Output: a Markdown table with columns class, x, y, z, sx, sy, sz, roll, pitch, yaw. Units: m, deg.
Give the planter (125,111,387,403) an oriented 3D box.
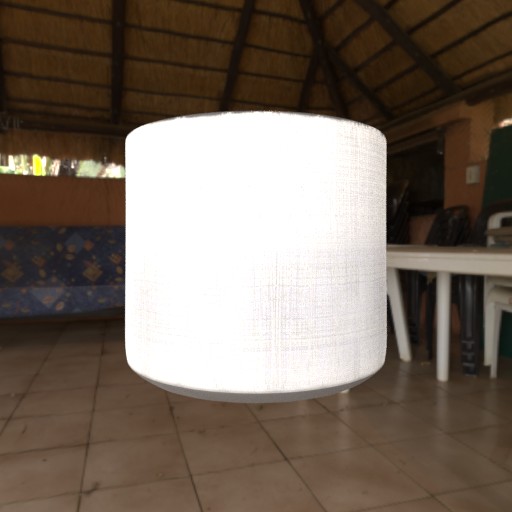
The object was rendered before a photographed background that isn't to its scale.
| class | x | y | z | sx | sy | sz | roll | pitch | yaw |
| --- | --- | --- | --- | --- | --- | --- | --- | --- | --- |
| planter | 0.000 | 0.000 | 0.446 | 0.254 | 0.221 | 0.254 | 0 | 2 | 0 |
